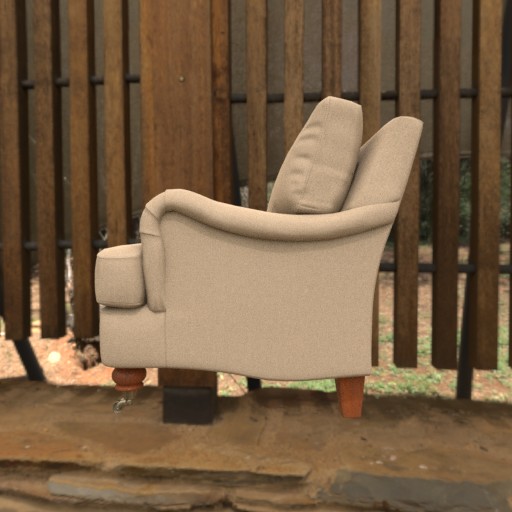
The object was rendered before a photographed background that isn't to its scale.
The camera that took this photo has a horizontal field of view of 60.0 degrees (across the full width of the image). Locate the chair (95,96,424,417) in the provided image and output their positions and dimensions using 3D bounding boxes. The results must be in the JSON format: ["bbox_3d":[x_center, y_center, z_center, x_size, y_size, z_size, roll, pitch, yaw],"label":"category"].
[{"bbox_3d":[0.000,0.000,1.834,1.078,1.076,0.895,0,1,0],"label":"chair"}]
